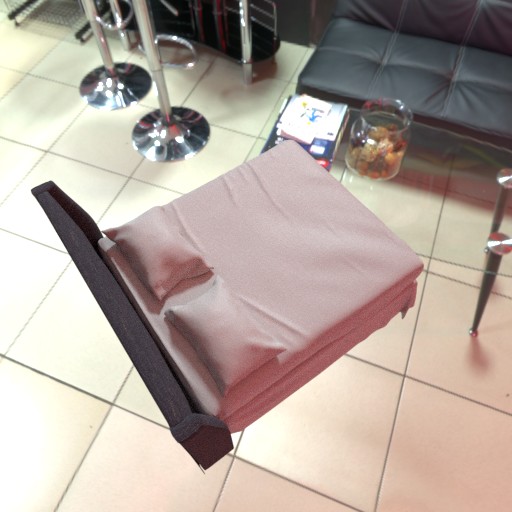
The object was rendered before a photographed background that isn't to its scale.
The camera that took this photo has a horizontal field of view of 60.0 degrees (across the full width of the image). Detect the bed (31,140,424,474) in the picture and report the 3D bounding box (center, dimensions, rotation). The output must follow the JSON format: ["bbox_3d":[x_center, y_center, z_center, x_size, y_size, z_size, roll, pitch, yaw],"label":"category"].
[{"bbox_3d":[0.000,0.000,3.357,2.276,1.332,1.925,-31,63,-18],"label":"bed"}]
